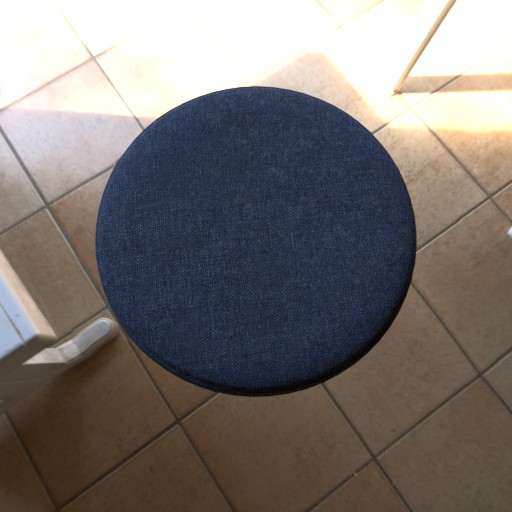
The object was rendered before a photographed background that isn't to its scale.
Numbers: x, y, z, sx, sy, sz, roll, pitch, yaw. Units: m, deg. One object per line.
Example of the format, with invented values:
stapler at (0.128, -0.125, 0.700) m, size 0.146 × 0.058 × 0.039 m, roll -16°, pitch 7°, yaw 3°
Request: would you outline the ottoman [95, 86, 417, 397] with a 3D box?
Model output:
ottoman at (0.000, 0.000, 0.890) m, size 0.520 × 0.430 × 0.520 m, roll 0°, pitch 76°, yaw 0°
